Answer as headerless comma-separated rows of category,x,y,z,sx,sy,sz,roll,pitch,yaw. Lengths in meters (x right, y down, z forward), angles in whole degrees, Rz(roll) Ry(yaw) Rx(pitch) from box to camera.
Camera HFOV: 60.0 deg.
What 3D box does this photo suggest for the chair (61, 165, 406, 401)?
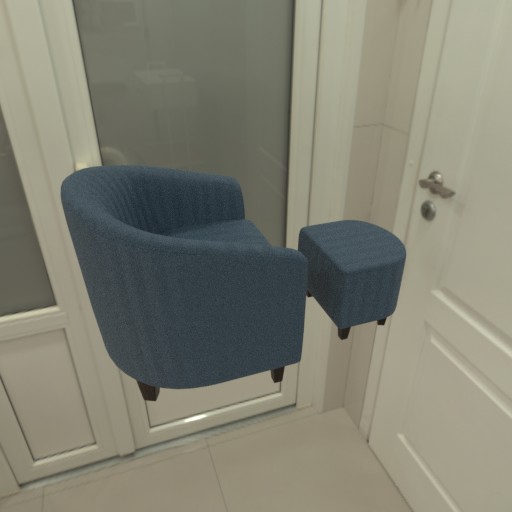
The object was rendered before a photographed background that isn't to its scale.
chair,0.000,0.000,1.736,1.288,0.757,0.756,-10,32,-17
